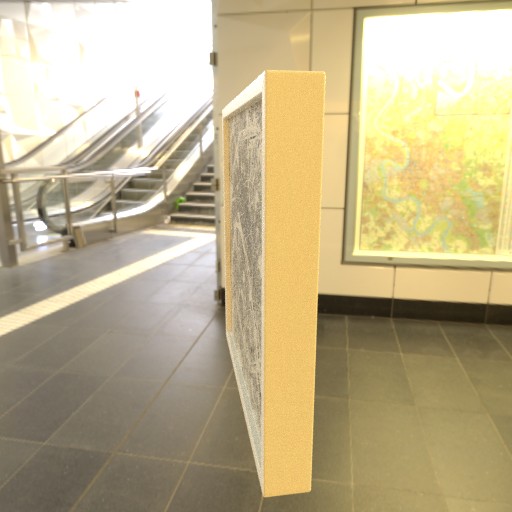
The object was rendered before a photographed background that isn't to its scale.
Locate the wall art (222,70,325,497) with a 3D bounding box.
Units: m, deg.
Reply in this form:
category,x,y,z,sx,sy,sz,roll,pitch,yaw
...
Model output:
category,x,y,z,sx,sy,sz,roll,pitch,yaw
wall art,0.000,0.000,0.449,0.038,0.305,0.305,-2,14,-9
